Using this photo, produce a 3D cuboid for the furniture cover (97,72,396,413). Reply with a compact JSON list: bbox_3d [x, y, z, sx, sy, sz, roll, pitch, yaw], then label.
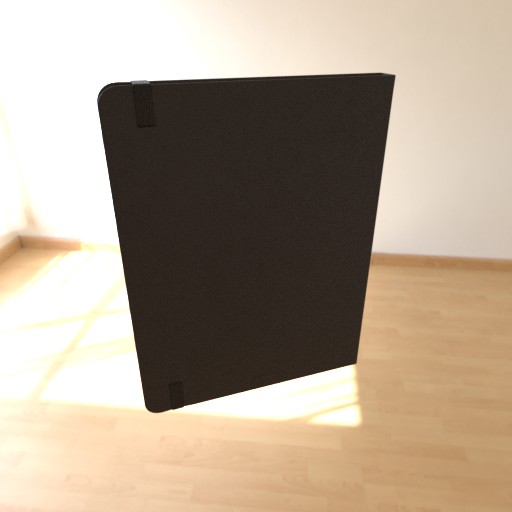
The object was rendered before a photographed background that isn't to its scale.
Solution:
[{"bbox_3d":[0.000,0.000,0.375,0.216,0.281,0.023,-9,29,-17],"label":"furniture cover"}]
